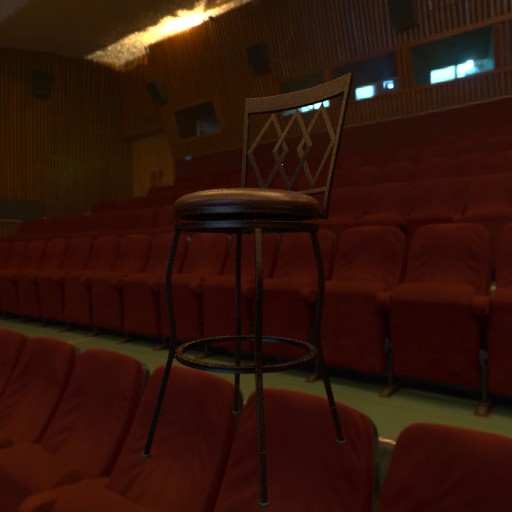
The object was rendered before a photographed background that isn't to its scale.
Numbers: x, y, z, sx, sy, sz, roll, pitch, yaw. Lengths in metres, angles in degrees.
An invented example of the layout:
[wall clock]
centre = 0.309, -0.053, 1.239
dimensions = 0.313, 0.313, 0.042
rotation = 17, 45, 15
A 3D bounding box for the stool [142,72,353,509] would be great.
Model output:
[stool]
centre = 0.000, 0.000, 1.324
dimensions = 0.432, 1.134, 0.521
rotation = 1, 1, 36
